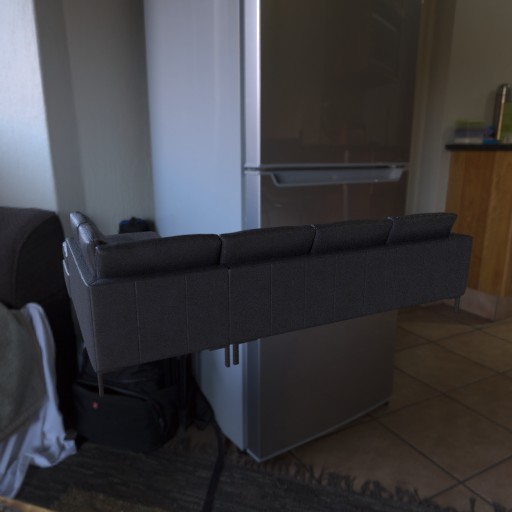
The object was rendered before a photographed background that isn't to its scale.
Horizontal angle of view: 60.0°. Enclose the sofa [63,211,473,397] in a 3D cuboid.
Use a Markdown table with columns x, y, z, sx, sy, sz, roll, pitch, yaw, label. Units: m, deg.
| x | y | z | sx | sy | sz | roll | pitch | yaw | label |
| --- | --- | --- | --- | --- | --- | --- | --- | --- | --- |
| 0.000 | 0.000 | 3.825 | 2.984 | 0.877 | 1.938 | -7 | 16 | -26 | sofa |
